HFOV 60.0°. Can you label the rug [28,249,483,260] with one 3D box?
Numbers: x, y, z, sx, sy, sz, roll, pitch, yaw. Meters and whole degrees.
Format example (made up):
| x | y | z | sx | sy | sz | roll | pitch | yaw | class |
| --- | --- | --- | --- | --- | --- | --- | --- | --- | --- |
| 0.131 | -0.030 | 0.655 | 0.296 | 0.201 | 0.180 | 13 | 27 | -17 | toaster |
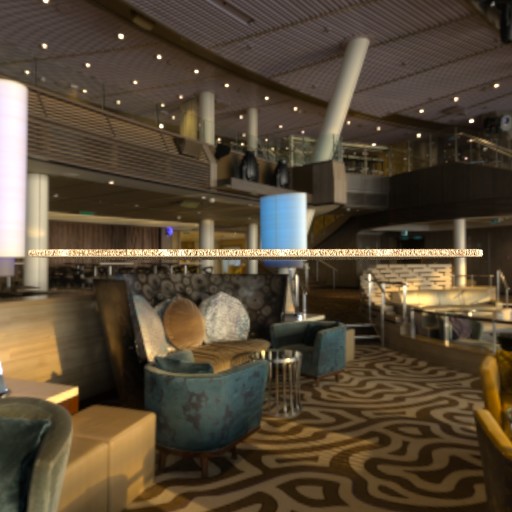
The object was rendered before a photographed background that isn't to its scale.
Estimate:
| x | y | z | sx | sy | sz | roll | pitch | yaw | class |
| --- | --- | --- | --- | --- | --- | --- | --- | --- | --- |
| 0.000 | 0.000 | 2.325 | 1.778 | 0.030 | 1.219 | 0 | -1 | 1 | rug |
